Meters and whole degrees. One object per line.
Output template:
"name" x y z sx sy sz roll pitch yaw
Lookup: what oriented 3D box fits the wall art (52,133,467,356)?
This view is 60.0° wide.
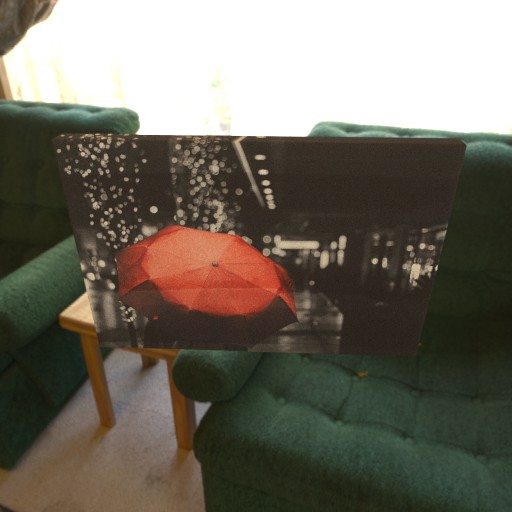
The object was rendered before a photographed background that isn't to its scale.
"wall art" 0.000 0.000 0.765 0.609 0.406 0.037 1 30 2
